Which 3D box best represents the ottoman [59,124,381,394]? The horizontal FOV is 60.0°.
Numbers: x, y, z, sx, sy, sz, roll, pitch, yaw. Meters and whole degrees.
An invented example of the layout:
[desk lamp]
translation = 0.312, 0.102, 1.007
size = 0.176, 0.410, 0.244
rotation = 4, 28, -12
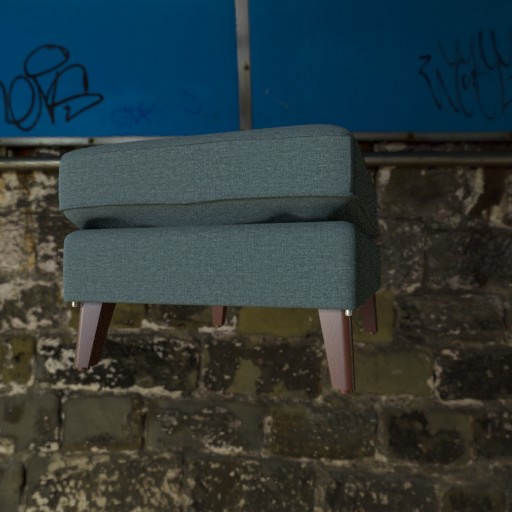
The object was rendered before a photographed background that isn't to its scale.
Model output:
[ottoman]
translation = 0.000, 0.000, 1.220
size = 0.629, 0.503, 0.835
rotation = -1, -2, 18
